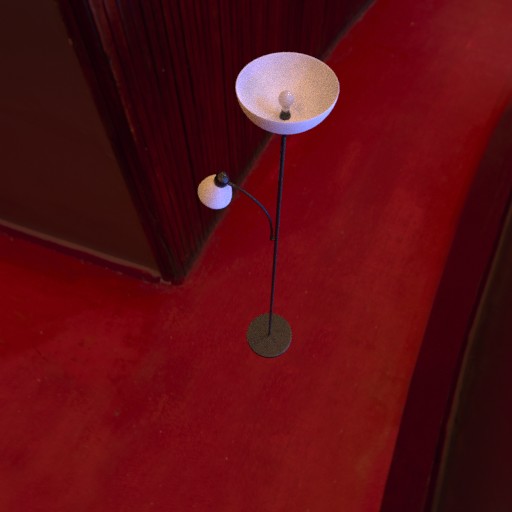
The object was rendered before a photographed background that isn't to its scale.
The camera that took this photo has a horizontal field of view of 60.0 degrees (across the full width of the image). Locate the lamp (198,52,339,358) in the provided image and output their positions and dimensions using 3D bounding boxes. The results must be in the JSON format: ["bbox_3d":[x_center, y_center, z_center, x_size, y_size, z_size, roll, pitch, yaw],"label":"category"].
[{"bbox_3d":[0.000,0.000,1.925,0.442,1.804,0.279,17,61,10],"label":"lamp"}]
